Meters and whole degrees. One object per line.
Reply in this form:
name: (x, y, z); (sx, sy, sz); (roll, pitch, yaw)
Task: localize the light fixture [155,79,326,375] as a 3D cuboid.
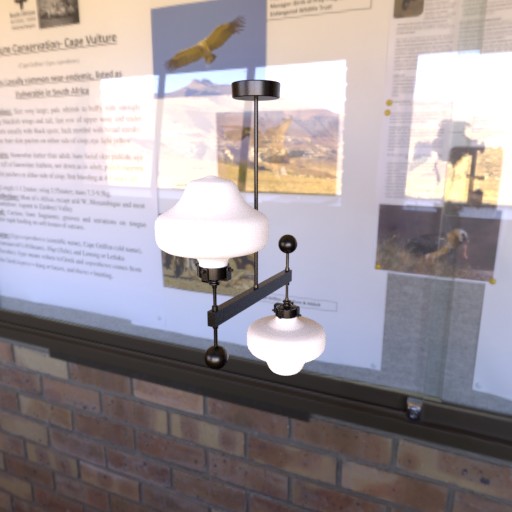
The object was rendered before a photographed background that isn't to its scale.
light fixture: (0.000, 0.000, 1.014); (0.422, 0.743, 0.489); (-2, 14, -8)
